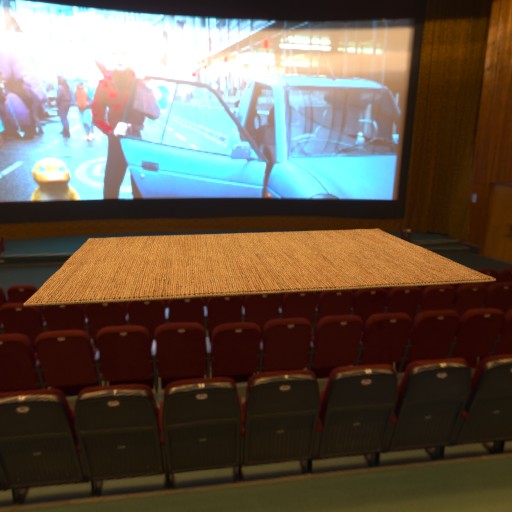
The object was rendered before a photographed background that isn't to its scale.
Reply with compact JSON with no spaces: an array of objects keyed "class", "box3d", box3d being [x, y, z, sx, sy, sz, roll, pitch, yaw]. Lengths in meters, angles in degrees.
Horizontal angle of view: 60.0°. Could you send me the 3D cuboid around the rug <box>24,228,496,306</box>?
[{"class":"rug","box3d":[0.000,0.000,2.974,2.438,0.034,1.521,-2,14,-9]}]
